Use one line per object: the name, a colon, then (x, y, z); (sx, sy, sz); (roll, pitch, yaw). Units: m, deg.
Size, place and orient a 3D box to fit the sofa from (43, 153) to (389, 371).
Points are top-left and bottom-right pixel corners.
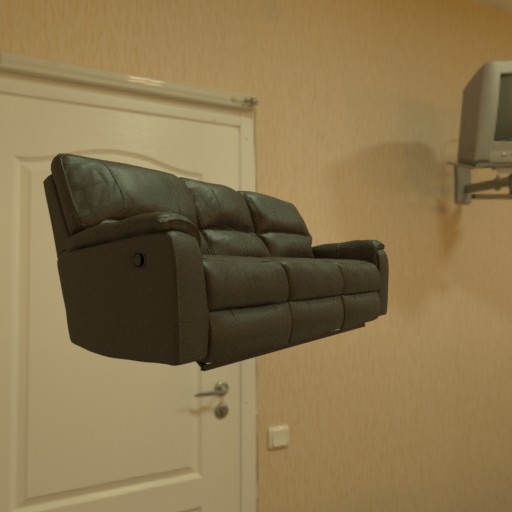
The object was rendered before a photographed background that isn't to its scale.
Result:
sofa: (0.000, 0.000, 3.125); (1.104, 1.134, 2.627); (-1, -2, 36)
